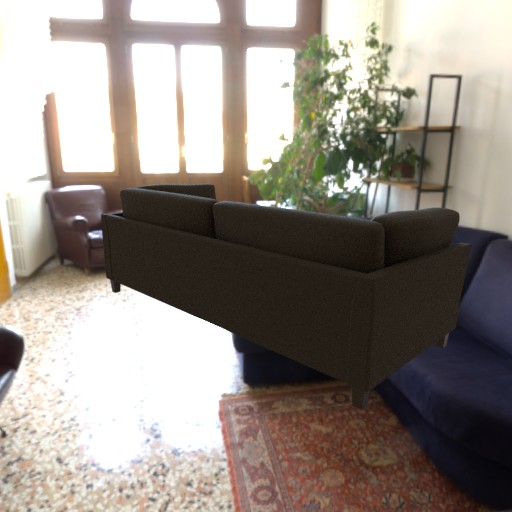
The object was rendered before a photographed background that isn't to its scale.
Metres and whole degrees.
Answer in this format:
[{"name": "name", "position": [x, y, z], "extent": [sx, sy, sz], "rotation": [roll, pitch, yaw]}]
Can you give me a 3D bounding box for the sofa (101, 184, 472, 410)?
[{"name": "sofa", "position": [0.000, 0.000, 2.848], "extent": [2.312, 0.792, 0.969], "rotation": [14, 20, 43]}]
